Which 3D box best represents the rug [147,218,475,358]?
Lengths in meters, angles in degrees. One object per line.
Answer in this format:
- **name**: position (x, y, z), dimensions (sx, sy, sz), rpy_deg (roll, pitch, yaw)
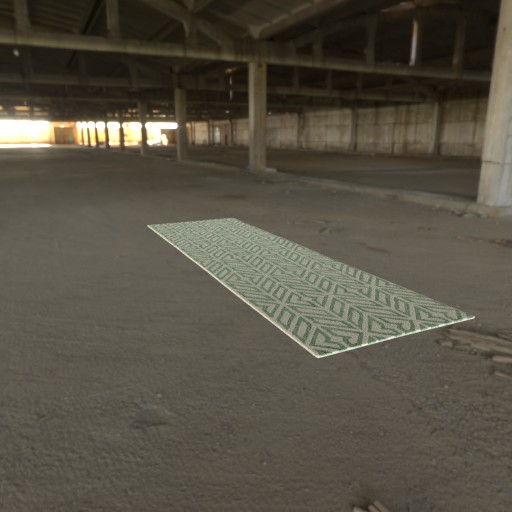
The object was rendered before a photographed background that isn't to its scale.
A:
- **rug**: position (0.000, 0.000, 2.659), dimensions (0.750, 0.009, 2.435), rpy_deg (-7, 17, -25)
